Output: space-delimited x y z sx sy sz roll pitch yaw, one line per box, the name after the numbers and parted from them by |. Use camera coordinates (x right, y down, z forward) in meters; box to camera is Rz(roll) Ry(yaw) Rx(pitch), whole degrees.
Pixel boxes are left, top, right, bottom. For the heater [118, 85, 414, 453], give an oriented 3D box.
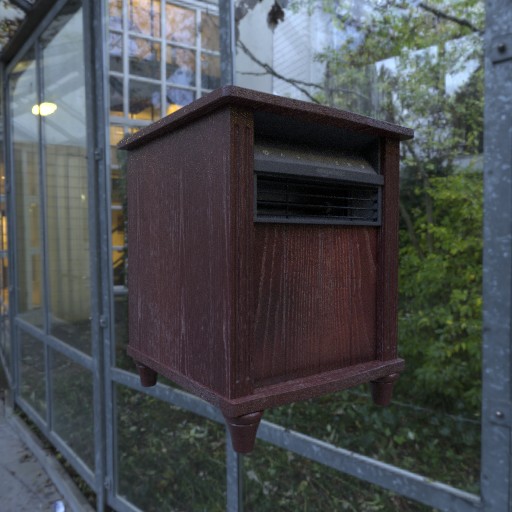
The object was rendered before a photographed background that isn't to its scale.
0.000 0.000 0.772 0.362 0.481 0.400 -1 3 -36 | heater
